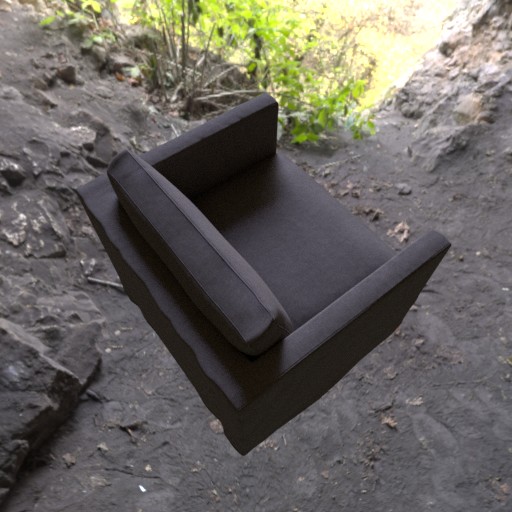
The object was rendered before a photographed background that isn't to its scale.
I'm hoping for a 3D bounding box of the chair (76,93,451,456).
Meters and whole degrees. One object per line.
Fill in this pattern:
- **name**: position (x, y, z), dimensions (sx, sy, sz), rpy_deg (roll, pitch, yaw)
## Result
- **chair**: position (0.000, 0.000, 1.798), dimensions (0.949, 0.863, 1.057), rpy_deg (-33, 63, -19)
